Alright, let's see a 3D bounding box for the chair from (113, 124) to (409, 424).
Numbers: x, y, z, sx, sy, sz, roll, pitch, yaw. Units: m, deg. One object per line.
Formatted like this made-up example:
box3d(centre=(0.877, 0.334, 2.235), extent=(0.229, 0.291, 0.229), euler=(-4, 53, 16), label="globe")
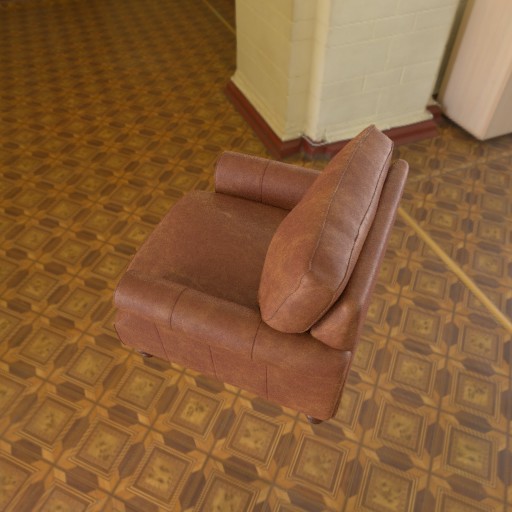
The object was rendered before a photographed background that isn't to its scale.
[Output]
box3d(centre=(0.000, 0.000, 1.834), extent=(0.986, 0.962, 0.983), euler=(17, 49, 15), label="chair")
